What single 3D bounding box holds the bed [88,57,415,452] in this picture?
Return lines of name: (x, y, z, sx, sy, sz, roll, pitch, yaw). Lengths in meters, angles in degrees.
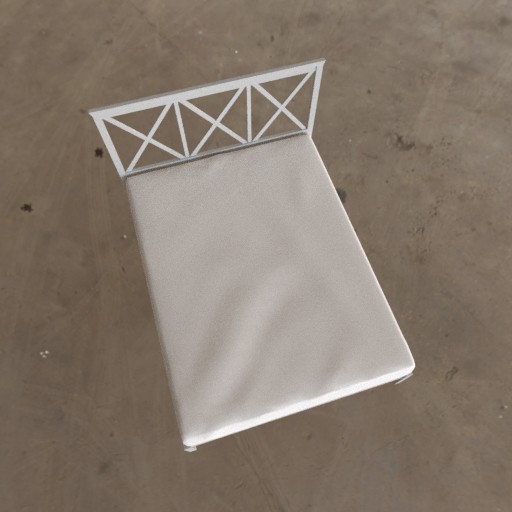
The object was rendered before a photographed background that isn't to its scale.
bed: (0.000, 0.000, 3.163, 1.673, 1.253, 2.135, -16, 65, -7)
